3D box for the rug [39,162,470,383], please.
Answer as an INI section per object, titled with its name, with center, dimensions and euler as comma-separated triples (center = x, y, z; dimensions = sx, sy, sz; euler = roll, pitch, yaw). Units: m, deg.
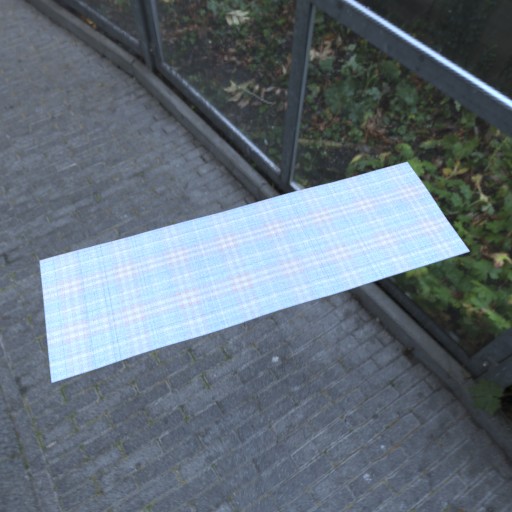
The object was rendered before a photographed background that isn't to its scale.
[rug]
center = 0.000, 0.000, 2.629
dimensions = 2.439, 0.013, 0.762
euler = -16, 60, -10
